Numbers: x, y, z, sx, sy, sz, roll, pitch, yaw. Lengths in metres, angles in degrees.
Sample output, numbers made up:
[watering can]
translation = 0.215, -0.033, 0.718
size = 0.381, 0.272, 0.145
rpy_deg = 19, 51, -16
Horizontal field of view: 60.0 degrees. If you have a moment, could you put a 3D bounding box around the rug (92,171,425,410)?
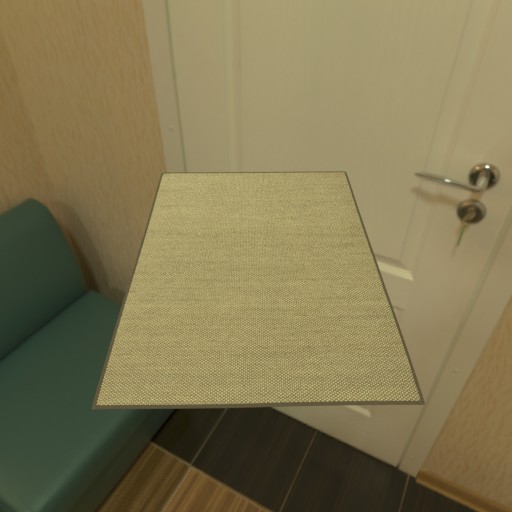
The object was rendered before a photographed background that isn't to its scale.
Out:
[rug]
translation = 0.000, 0.000, 2.826
size = 1.523, 0.012, 2.133
rpy_deg = -1, 40, -1
